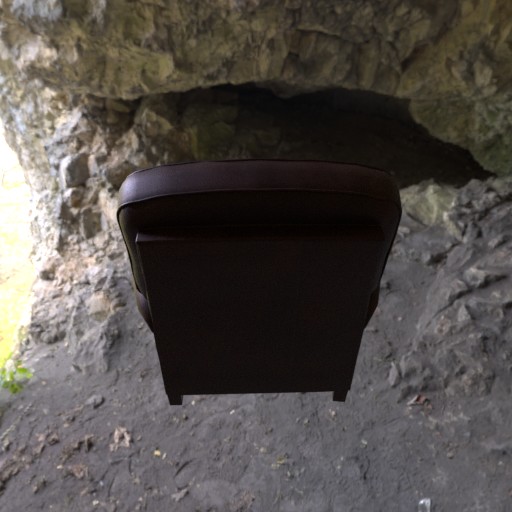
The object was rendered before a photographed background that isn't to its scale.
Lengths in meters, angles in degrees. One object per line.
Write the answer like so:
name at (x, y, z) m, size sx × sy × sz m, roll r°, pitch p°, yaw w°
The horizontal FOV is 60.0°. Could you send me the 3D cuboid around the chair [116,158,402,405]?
chair at (0.000, 0.000, 1.786) m, size 0.936 × 1.018 × 0.986 m, roll -1°, pitch 31°, yaw -2°
